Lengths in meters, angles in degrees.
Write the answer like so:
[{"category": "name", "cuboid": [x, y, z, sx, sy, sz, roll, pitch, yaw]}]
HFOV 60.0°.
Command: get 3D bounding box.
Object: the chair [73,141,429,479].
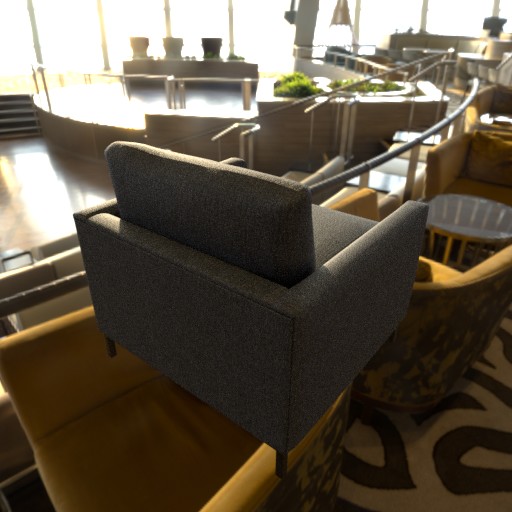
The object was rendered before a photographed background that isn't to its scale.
[{"category": "chair", "cuboid": [0.000, 0.000, 1.642, 0.963, 0.861, 0.866, 21, 35, 33]}]
